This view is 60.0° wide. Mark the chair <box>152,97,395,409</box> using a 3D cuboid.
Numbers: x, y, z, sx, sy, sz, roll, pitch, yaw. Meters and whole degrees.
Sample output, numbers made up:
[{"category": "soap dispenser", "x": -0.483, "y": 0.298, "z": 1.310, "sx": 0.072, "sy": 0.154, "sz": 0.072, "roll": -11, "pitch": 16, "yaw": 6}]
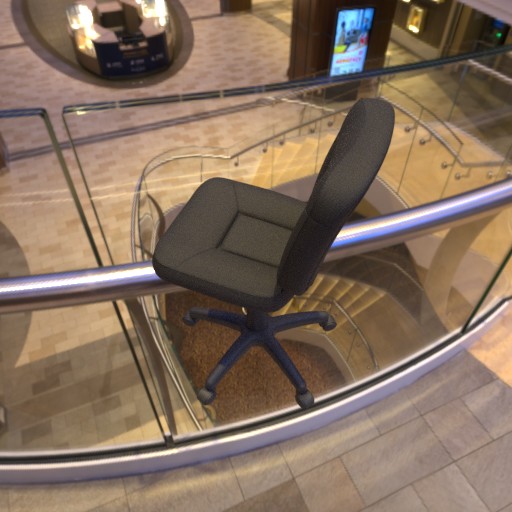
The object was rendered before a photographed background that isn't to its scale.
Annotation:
[{"category": "chair", "x": 0.000, "y": 0.000, "z": 1.350, "sx": 0.610, "sy": 0.972, "sz": 0.610, "roll": 15, "pitch": 48, "yaw": 14}]
